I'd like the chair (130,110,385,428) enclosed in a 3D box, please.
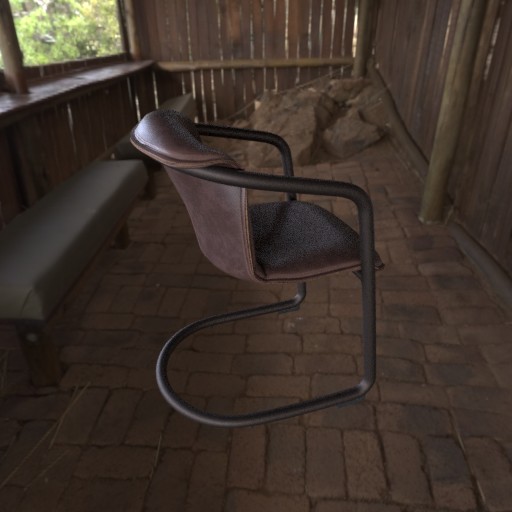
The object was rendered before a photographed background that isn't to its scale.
[{"bbox_3d":[0.000,0.000,1.309,0.664,0.836,0.536,-9,30,-16],"label":"chair"}]
